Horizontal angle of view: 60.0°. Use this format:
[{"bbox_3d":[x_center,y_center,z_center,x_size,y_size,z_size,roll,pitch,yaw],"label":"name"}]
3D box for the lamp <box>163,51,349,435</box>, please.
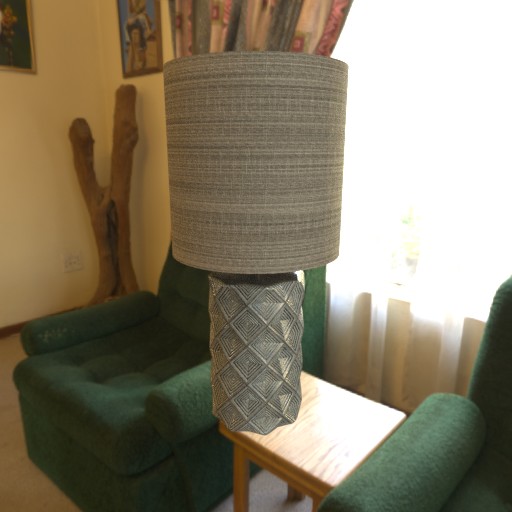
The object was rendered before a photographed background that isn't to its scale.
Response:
[{"bbox_3d":[0.000,0.000,0.721,0.268,0.566,0.269,7,16,26],"label":"lamp"}]
